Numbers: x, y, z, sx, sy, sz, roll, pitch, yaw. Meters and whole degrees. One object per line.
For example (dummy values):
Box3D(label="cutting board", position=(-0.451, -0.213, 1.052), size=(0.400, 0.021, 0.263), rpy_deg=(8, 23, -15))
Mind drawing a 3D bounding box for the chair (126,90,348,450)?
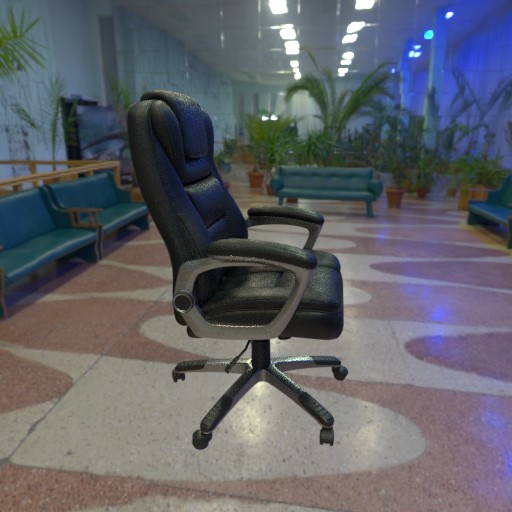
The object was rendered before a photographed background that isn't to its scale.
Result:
Box3D(label="chair", position=(0.000, 0.000, 1.531), size=(0.689, 1.075, 0.697), rpy_deg=(3, 16, 10))
